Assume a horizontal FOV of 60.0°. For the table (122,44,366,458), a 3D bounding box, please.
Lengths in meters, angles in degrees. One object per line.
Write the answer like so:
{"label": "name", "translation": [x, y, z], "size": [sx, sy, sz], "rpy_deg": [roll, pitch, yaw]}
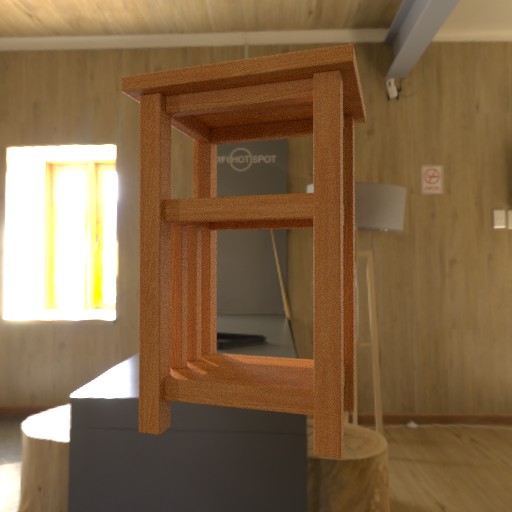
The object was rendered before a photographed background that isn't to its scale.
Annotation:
{"label": "table", "translation": [0.000, 0.000, 0.755], "size": [0.350, 0.550, 0.270], "rpy_deg": [0, -1, 17]}
